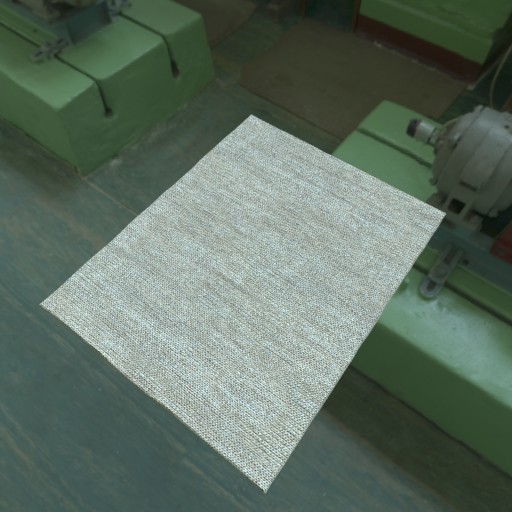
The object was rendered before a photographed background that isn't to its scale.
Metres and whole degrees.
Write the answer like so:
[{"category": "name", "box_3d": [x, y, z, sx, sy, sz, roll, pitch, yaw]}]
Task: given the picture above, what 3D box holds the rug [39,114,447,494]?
[{"category": "rug", "box_3d": [0.000, 0.000, 4.103, 2.429, 0.030, 3.052, 32, 63, 19]}]
